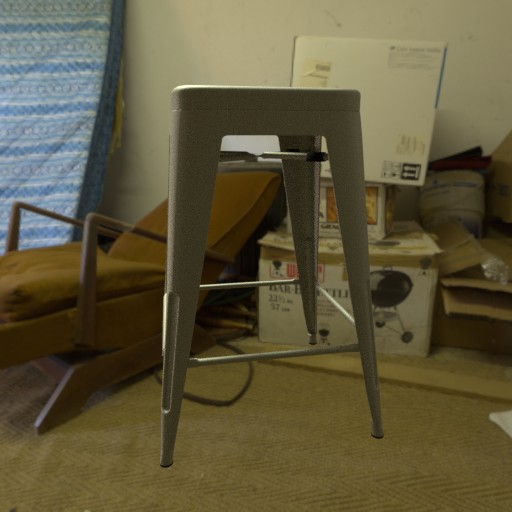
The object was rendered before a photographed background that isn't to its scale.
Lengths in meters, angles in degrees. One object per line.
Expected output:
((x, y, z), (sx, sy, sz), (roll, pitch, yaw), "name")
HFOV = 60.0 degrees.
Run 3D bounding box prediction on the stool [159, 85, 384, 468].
((0.000, 0.000, 0.888), (0.406, 0.610, 0.406), (-3, 16, -11), "stool")
